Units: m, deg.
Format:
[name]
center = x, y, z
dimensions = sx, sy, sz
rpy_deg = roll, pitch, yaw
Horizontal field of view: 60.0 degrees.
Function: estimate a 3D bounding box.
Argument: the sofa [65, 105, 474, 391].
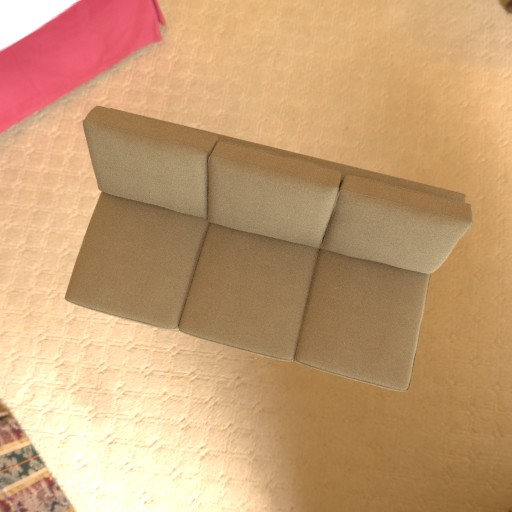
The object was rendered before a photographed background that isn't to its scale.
[sofa]
center = 0.000, 0.000, 2.668
dimensions = 2.092, 1.036, 1.127
rpy_deg = 14, 77, 3
